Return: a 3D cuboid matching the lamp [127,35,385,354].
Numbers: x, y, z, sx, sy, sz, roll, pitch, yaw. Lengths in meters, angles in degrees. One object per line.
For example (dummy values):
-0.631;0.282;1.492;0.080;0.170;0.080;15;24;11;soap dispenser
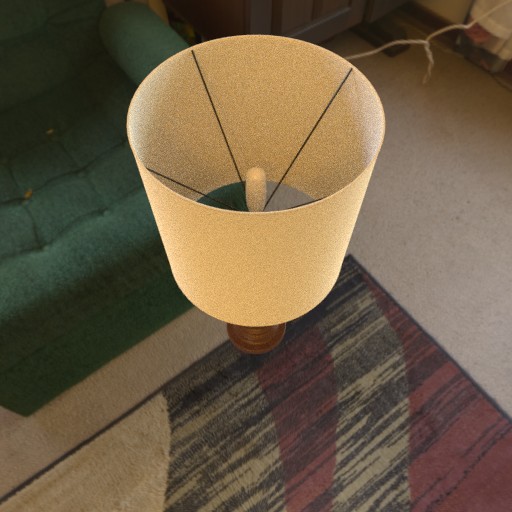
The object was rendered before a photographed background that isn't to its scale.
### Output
0.000;0.000;0.556;0.208;0.455;0.208;31;64;17;lamp
